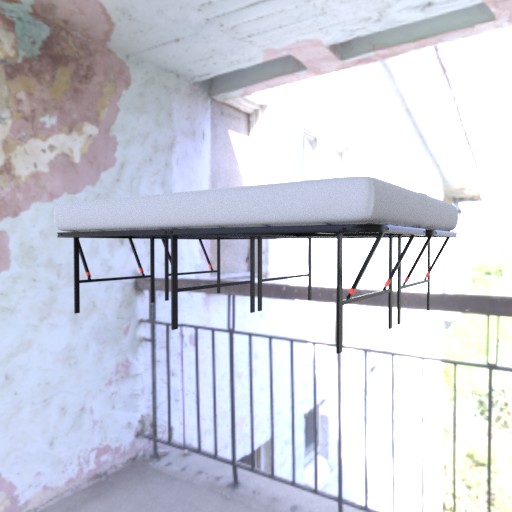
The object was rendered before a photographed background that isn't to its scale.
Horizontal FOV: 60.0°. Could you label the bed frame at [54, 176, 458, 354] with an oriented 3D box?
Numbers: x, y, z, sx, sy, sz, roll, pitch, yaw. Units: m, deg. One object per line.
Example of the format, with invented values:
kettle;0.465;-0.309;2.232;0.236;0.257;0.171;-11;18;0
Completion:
bed frame;0.000;0.000;2.535;1.905;0.637;1.372;1;2;35
